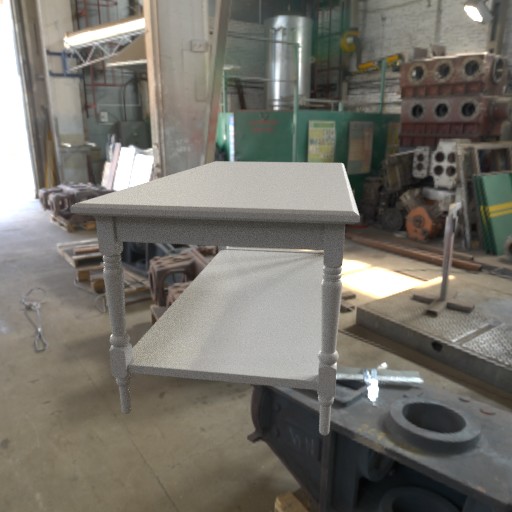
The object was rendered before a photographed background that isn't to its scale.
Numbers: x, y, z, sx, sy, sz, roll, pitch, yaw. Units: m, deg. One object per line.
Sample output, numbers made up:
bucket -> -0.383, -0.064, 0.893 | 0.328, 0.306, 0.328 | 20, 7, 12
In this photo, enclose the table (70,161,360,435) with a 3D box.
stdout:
table -> 0.000, 0.000, 1.414 | 0.551, 0.506, 1.109 | 3, 17, 9
